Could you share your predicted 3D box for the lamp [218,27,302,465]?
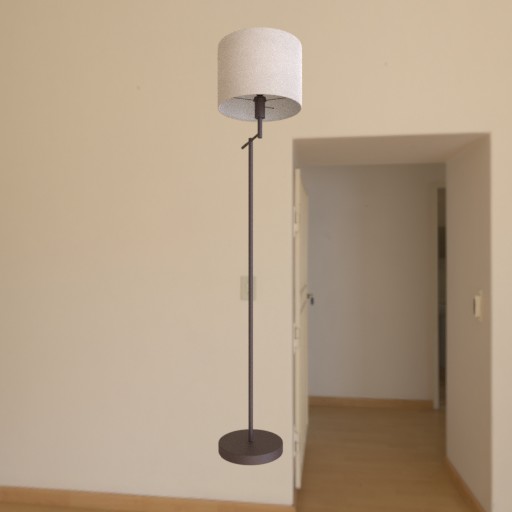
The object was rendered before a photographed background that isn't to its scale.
[{"bbox_3d":[0.000,0.000,1.753,0.324,1.600,0.416,0,0,-18],"label":"lamp"}]
